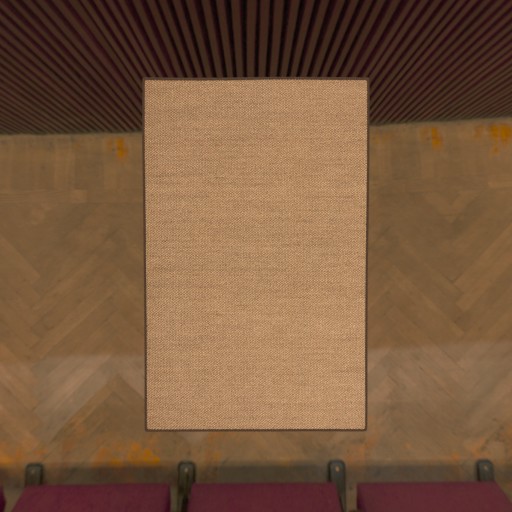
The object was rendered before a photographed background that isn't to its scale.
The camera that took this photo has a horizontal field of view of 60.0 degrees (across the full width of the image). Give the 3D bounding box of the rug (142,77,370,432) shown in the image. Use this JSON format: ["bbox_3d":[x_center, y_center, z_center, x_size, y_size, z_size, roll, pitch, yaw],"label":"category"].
[{"bbox_3d":[0.000,0.000,2.095,1.067,0.013,1.676,0,91,0],"label":"rug"}]
